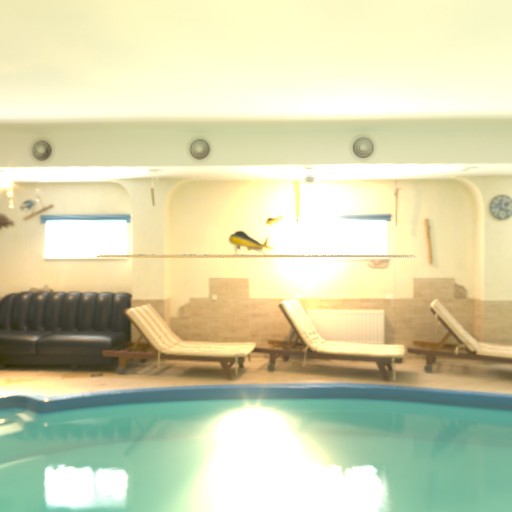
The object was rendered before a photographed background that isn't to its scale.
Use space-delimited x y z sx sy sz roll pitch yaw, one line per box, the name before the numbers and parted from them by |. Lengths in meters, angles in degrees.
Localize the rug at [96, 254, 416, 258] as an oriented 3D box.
rug | 0.000 0.000 2.346 1.593 0.012 1.593 0 0 0
